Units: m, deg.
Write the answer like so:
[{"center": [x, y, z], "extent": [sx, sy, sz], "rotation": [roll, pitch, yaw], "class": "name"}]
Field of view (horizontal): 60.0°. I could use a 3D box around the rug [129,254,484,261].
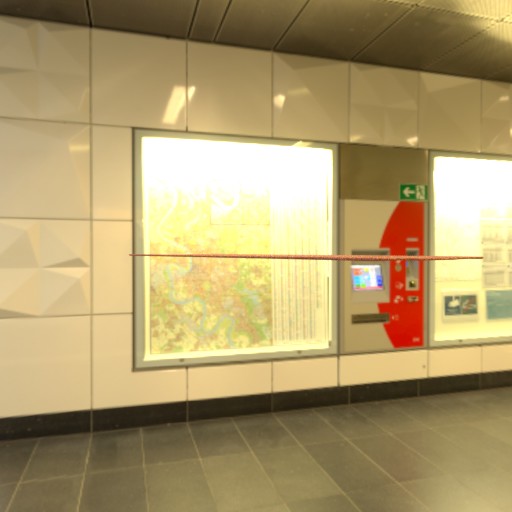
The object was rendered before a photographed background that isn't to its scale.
[{"center": [0.000, 0.000, 2.580], "extent": [0.687, 0.012, 2.307], "rotation": [0, 1, -36], "class": "rug"}]
